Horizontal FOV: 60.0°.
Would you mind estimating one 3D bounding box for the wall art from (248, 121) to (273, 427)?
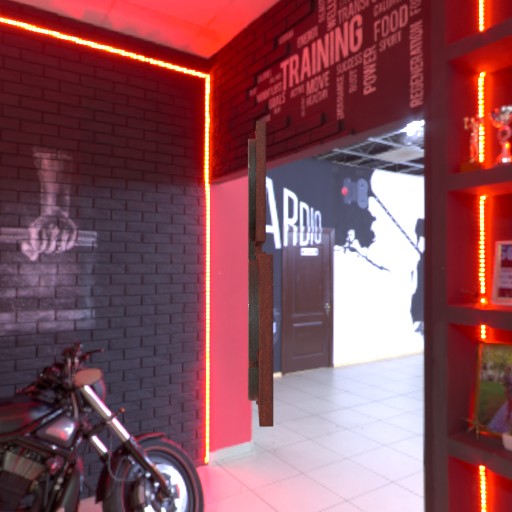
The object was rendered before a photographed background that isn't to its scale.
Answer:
[{"bbox_3d":[0.000,0.000,0.841,0.030,0.497,0.635,0,-1,-1],"label":"wall art"}]
